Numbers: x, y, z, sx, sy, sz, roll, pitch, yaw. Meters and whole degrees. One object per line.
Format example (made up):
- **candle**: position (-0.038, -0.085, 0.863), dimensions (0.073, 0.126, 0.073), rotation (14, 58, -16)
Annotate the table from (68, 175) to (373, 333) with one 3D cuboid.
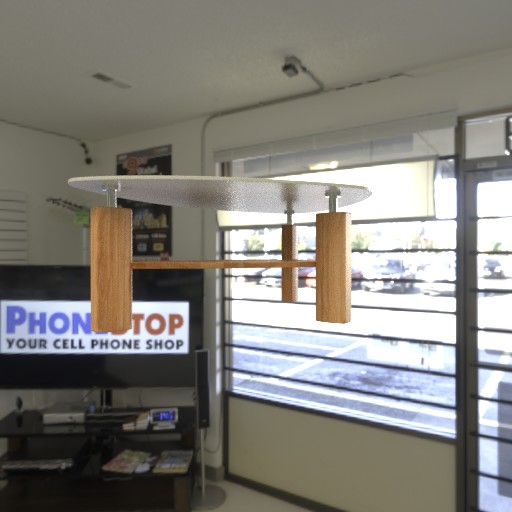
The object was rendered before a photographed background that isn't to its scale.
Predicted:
- **table**: position (0.000, 0.000, 1.638), dimensions (0.850, 0.440, 1.250), rotation (0, 0, 36)
